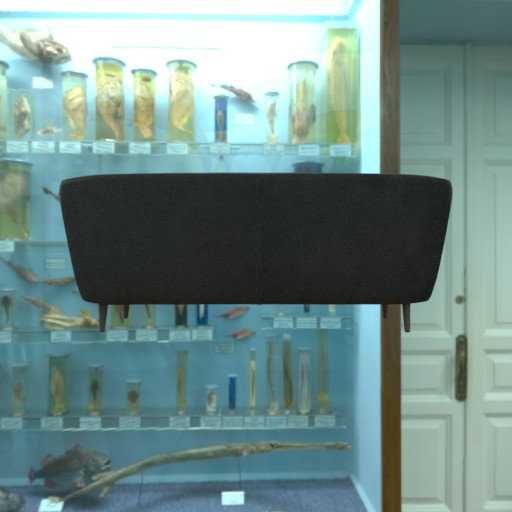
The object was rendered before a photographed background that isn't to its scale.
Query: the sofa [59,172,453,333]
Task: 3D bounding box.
[{"bbox_3d":[0.000,0.000,2.763,2.296,0.875,0.956,0,0,0],"label":"sofa"}]
